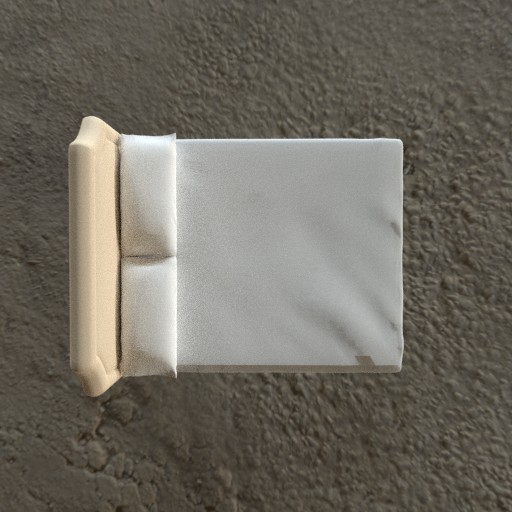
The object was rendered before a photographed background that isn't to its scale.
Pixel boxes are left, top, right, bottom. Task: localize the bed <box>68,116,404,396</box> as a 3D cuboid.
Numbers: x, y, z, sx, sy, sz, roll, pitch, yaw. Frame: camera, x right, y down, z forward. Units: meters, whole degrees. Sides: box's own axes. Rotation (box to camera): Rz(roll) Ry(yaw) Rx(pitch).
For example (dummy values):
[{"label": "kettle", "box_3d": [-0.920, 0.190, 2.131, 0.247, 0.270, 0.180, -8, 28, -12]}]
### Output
[{"label": "bed", "box_3d": [0.000, 0.000, 3.742, 2.548, 1.524, 2.134, 0, 91, 1]}]
